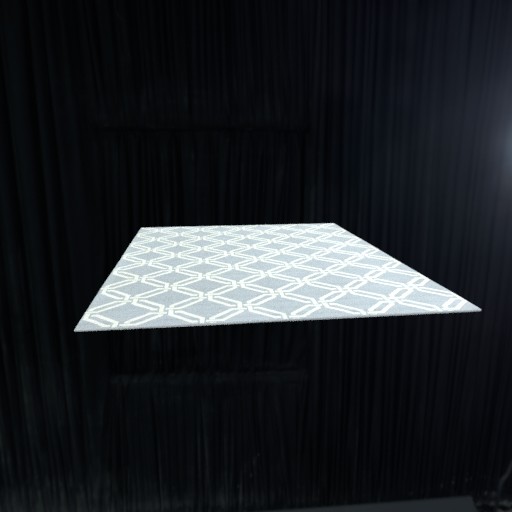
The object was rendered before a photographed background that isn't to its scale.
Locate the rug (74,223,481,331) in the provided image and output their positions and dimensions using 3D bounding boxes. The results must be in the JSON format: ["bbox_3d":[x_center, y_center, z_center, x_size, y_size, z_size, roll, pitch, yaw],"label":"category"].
[{"bbox_3d":[0.000,0.000,3.834,2.288,0.018,2.895,-2,14,-7],"label":"rug"}]
